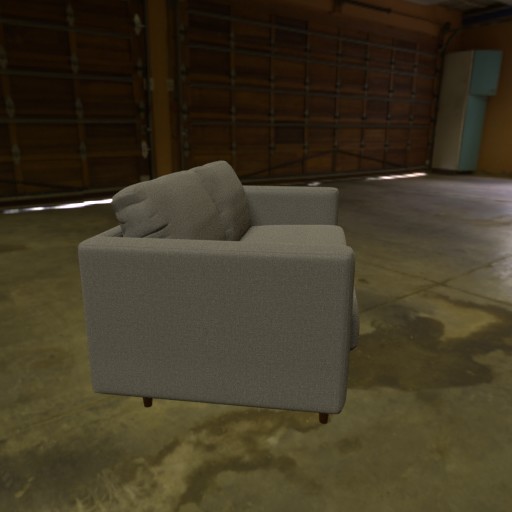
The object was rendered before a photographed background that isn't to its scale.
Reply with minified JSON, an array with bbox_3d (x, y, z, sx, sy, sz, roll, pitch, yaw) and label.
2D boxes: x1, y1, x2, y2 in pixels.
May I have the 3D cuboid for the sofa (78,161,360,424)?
[{"bbox_3d":[0.000,0.000,2.235,0.940,0.866,1.713,2,16,8],"label":"sofa"}]
